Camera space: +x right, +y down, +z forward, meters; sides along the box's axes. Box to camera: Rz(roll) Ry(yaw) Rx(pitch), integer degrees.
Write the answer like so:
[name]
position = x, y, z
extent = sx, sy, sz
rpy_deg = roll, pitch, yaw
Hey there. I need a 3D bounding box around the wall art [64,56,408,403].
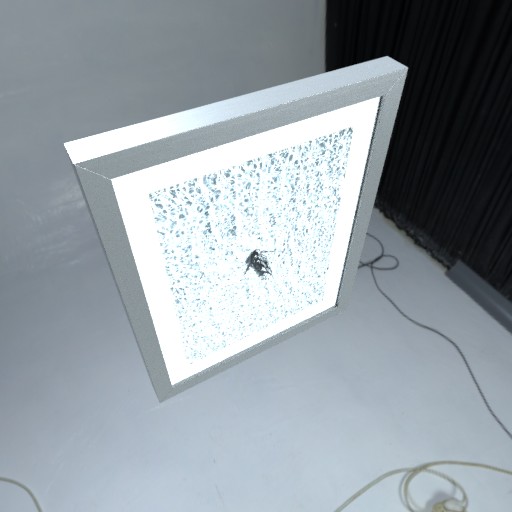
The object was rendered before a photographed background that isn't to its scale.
[wall art]
position = 0.000, 0.000, 0.507
extent = 0.308, 0.379, 0.030
rpy_deg = -22, 51, -20
